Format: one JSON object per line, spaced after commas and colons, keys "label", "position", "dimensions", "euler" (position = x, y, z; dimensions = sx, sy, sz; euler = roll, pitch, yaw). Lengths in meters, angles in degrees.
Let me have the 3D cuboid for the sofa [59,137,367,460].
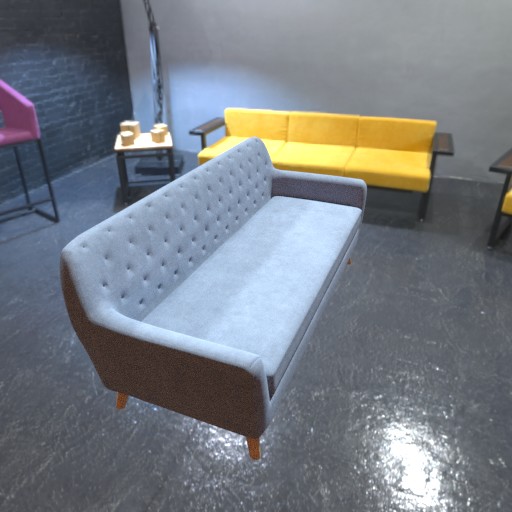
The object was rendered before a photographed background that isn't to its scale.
{"label": "sofa", "position": [0.000, 0.000, 2.401], "dimensions": [0.830, 0.830, 1.970], "euler": [11, 31, 20]}
